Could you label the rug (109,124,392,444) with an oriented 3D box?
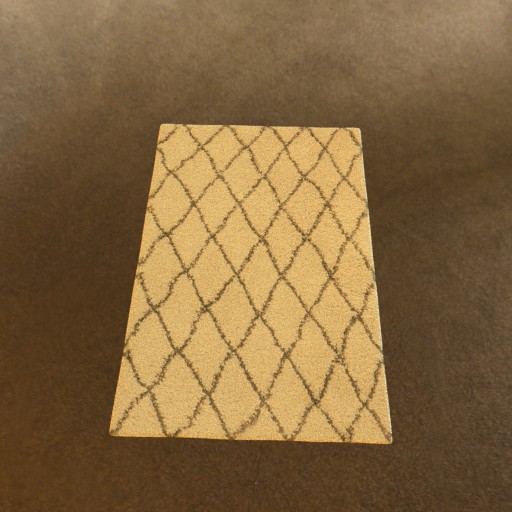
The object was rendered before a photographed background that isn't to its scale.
[{"bbox_3d":[0.000,0.000,2.310,1.219,0.030,1.778,1,63,1],"label":"rug"}]
